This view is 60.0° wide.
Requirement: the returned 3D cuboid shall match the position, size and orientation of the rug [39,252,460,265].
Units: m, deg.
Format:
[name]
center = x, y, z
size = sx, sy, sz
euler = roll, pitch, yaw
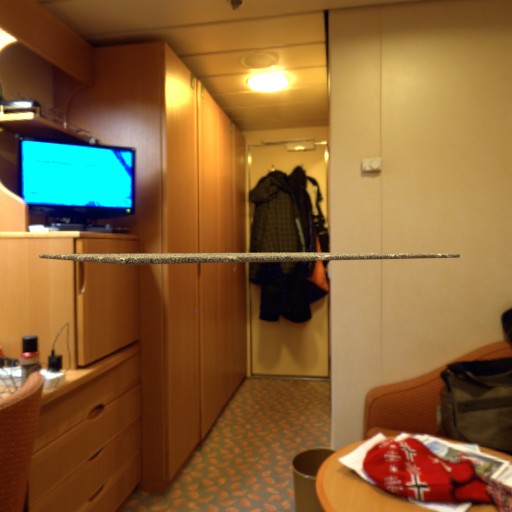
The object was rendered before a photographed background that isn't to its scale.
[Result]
[rug]
center = 0.000, 0.000, 3.421
size = 2.743, 0.030, 1.778
euler = -1, 1, -36
